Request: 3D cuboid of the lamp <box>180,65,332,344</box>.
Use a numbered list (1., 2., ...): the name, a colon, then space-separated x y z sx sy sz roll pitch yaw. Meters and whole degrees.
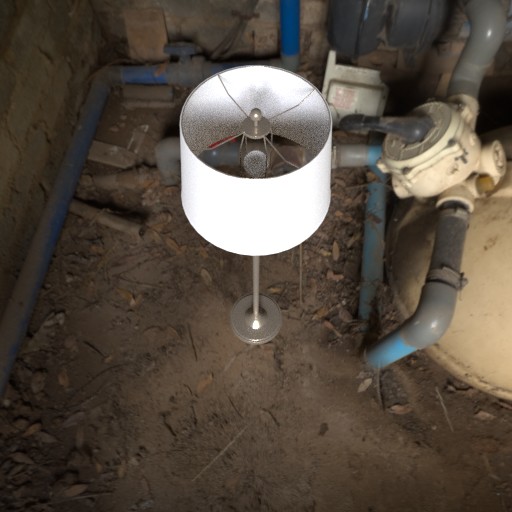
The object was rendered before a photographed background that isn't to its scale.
1. lamp: 0.000 0.000 1.671 0.431 1.488 0.431 0 64 0
